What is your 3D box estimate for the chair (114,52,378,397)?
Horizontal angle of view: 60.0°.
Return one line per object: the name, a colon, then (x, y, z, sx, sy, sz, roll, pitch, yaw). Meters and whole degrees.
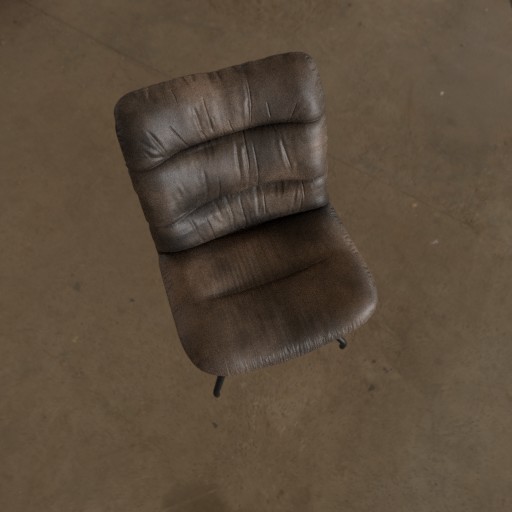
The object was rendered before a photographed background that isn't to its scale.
chair: (0.000, 0.000, 1.284, 0.549, 0.870, 0.622, -19, 65, -9)
